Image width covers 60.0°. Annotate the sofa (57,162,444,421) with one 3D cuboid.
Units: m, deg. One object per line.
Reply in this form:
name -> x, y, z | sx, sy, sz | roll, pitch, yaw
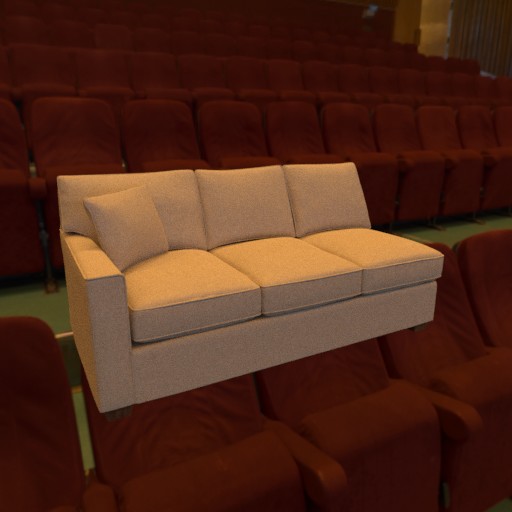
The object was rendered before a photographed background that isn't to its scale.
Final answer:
sofa -> 0.000, 0.000, 2.525 | 1.962, 0.946, 1.034 | -8, 18, -27
